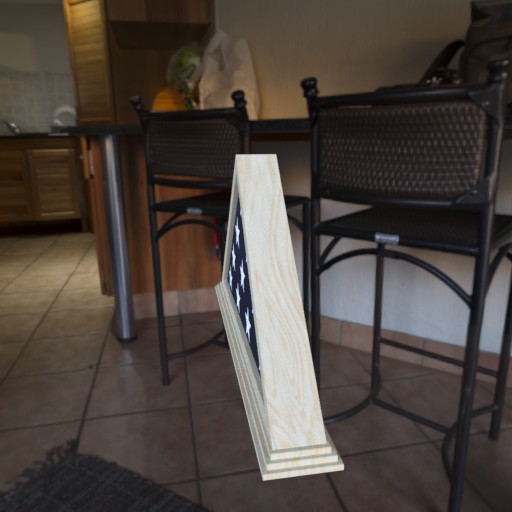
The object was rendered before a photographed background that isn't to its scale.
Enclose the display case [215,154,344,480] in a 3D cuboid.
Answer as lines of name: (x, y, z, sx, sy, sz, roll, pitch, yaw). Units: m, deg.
display case: (0.000, 0.000, 0.761, 0.095, 0.340, 0.640, -3, 16, -9)
